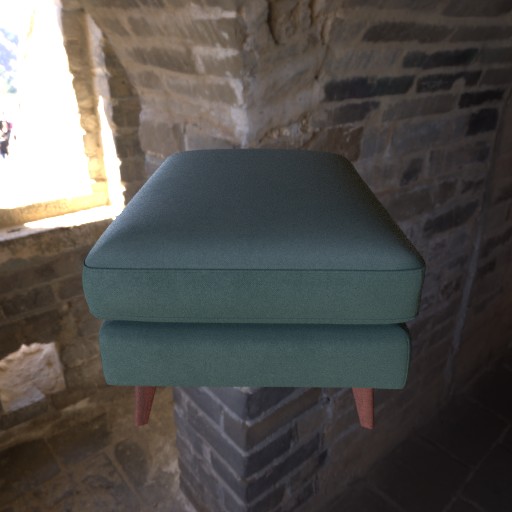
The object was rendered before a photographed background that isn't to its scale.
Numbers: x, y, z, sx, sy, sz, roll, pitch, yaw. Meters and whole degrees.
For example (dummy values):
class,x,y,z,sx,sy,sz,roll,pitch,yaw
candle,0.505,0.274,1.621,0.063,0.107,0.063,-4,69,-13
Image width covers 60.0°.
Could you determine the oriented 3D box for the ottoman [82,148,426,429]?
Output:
class,x,y,z,sx,sy,sz,roll,pitch,yaw
ottoman,0.000,0.000,1.148,0.608,0.449,0.811,0,25,1
